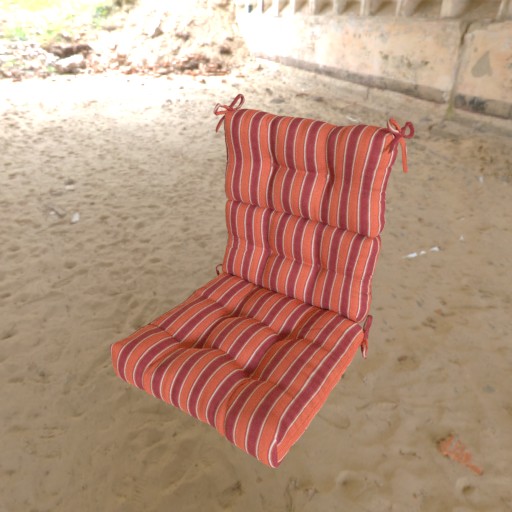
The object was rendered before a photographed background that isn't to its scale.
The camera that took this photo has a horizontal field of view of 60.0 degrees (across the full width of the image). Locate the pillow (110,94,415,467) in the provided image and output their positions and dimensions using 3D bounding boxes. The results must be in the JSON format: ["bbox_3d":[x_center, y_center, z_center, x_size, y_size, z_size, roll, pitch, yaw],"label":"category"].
[{"bbox_3d":[0.000,0.000,1.029,0.519,0.605,0.571,18,34,29],"label":"pillow"}]
